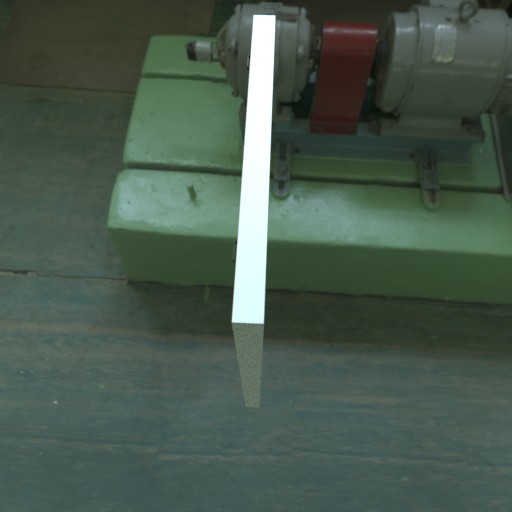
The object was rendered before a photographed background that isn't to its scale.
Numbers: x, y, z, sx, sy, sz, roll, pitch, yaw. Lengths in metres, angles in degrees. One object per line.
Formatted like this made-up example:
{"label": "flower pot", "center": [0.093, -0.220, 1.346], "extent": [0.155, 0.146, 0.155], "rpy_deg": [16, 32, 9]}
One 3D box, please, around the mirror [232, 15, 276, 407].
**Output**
{"label": "mirror", "center": [0.000, 0.000, 0.913], "extent": [0.040, 0.710, 0.507], "rpy_deg": [2, 64, 1]}
